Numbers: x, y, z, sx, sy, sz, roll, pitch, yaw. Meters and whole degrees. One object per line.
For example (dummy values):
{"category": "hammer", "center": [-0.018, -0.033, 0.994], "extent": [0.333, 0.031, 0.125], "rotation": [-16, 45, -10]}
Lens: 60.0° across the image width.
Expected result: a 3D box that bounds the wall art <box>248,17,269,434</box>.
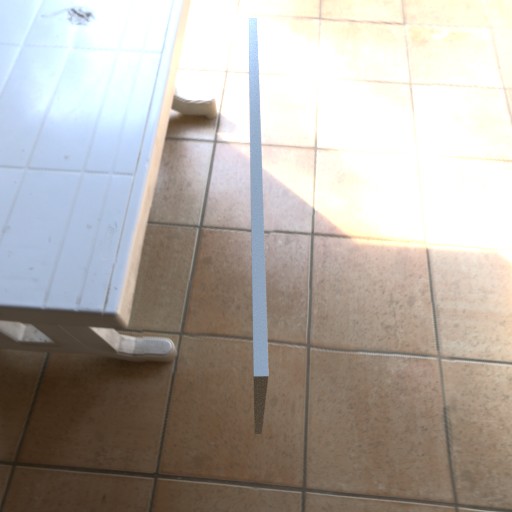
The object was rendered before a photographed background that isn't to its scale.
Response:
{"category": "wall art", "center": [0.000, 0.000, 1.178], "extent": [0.022, 0.803, 0.805], "rotation": [-1, 63, 0]}
